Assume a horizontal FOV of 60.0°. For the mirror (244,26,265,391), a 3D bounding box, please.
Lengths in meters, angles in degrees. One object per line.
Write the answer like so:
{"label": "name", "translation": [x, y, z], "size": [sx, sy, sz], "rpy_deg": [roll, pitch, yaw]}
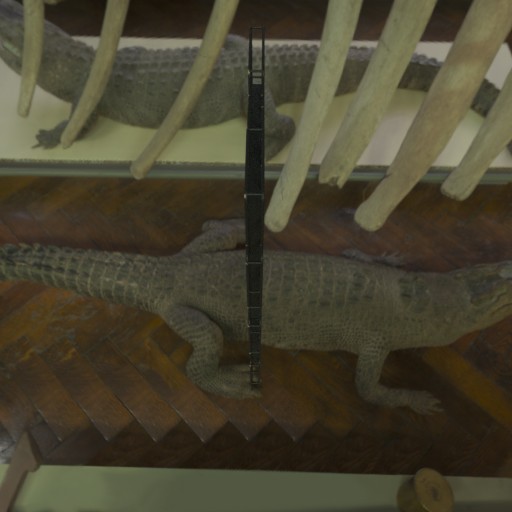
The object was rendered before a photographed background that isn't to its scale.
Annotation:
{"label": "mirror", "translation": [0.000, 0.000, 1.376], "size": [0.037, 1.192, 0.565], "rpy_deg": [1, 59, 0]}
